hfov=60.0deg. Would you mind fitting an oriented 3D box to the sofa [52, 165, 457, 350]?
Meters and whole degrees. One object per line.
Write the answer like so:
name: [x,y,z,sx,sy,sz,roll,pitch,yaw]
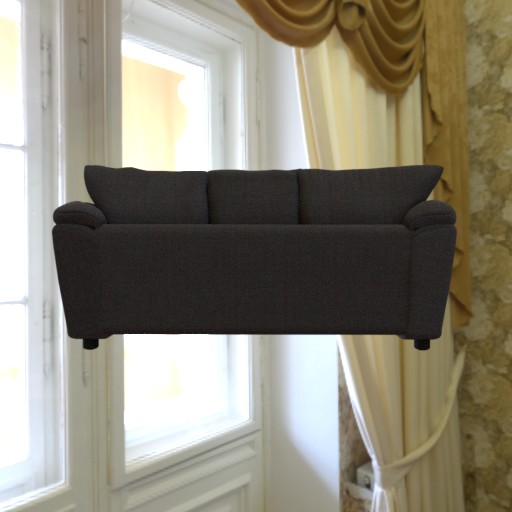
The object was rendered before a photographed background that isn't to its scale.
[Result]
sofa: [0.000,0.000,2.857,2.336,1.080,0.883,0,0,0]
